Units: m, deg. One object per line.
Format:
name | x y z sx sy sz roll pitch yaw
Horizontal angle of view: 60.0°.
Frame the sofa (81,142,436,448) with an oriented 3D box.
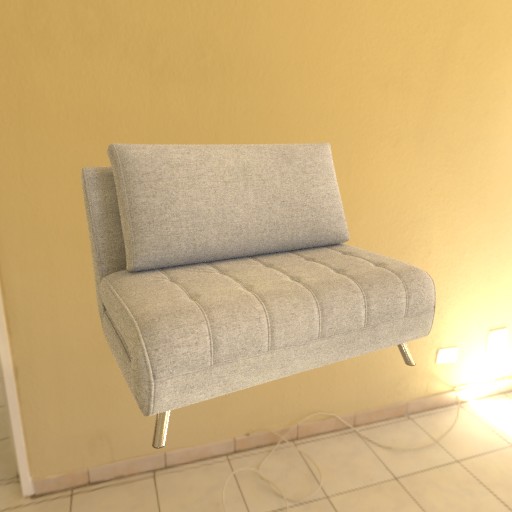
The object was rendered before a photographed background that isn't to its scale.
sofa | 0.000 0.000 1.847 1.220 0.910 0.910 -8 17 -27
